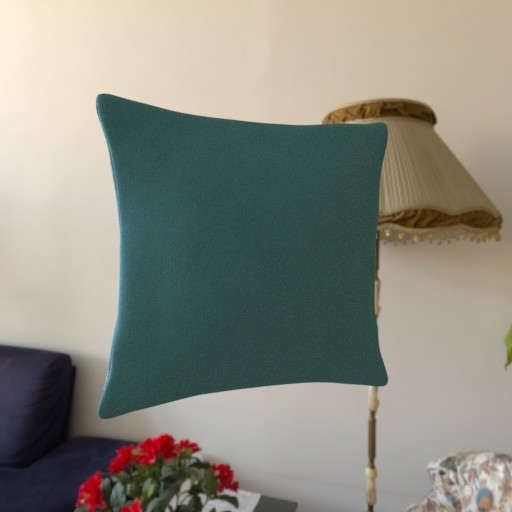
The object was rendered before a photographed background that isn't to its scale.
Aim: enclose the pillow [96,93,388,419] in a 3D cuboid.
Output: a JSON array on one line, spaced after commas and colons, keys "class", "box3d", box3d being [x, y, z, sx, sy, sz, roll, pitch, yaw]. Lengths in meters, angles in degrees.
[{"class": "pillow", "box3d": [0.000, 0.000, 0.637, 0.433, 0.415, 0.151, -1, 2, -19]}]
